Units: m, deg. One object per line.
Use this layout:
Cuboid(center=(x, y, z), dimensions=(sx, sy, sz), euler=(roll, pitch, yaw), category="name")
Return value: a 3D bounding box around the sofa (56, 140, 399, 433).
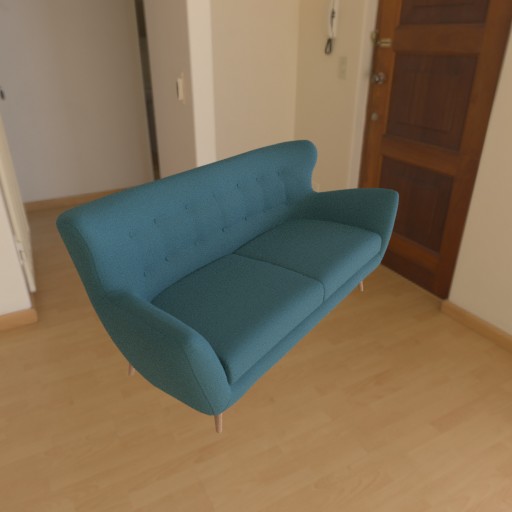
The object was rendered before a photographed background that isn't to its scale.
Cuboid(center=(0.000, 0.000, 2.393), dimensions=(0.889, 0.890, 1.930), euler=(18, 31, 32), category="sofa")
